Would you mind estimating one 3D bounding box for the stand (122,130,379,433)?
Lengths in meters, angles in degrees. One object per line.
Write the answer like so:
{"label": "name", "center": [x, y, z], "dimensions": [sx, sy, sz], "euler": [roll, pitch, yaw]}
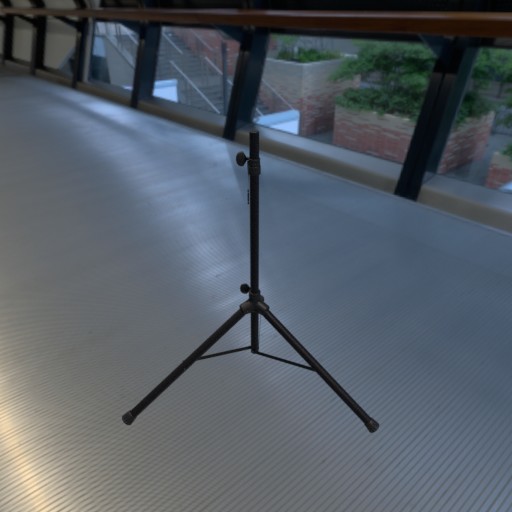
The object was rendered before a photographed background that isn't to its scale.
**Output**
{"label": "stand", "center": [0.000, 0.000, 1.879], "dimensions": [1.045, 1.136, 0.907], "euler": [2, 31, 3]}
